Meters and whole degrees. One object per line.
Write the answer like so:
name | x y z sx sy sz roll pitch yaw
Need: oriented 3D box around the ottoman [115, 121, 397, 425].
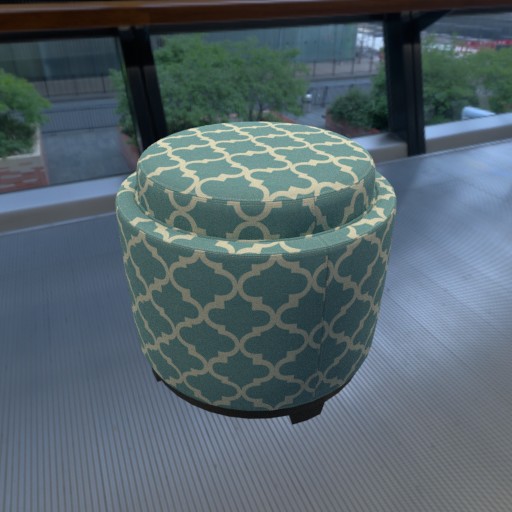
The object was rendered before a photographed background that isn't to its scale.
ottoman | 0.000 0.000 0.843 0.480 0.429 0.480 0 31 0
